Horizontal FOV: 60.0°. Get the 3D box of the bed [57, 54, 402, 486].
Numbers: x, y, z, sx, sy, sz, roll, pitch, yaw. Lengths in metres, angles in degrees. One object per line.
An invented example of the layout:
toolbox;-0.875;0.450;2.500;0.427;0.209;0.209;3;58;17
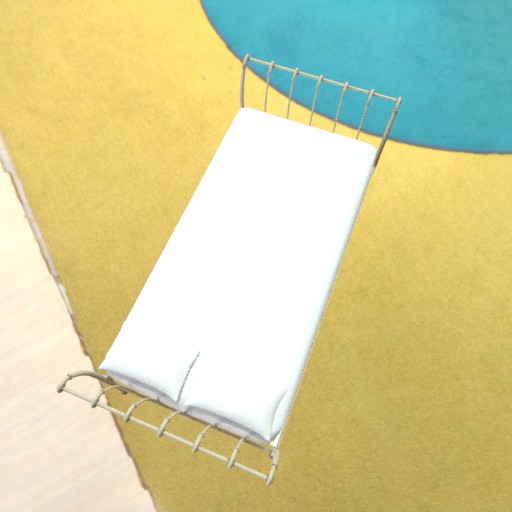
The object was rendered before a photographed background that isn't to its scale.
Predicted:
bed;0.000;0.000;2.675;1.032;0.873;2.228;20;66;9
